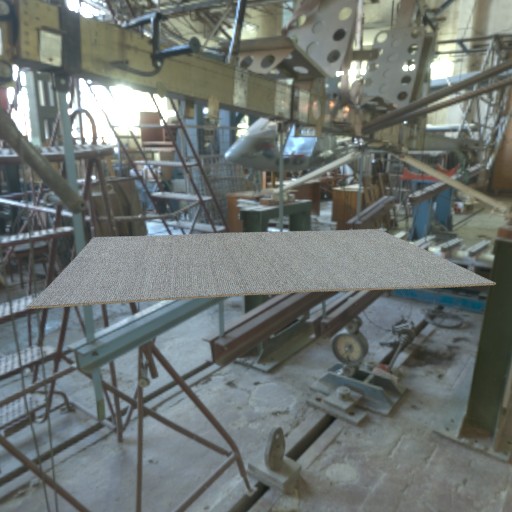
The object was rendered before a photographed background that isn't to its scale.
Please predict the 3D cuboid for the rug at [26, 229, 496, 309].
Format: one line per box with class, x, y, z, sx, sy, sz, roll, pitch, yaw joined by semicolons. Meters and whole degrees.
rug;0.000;0.000;2.204;1.792;0.021;1.154;-2;15;-8
